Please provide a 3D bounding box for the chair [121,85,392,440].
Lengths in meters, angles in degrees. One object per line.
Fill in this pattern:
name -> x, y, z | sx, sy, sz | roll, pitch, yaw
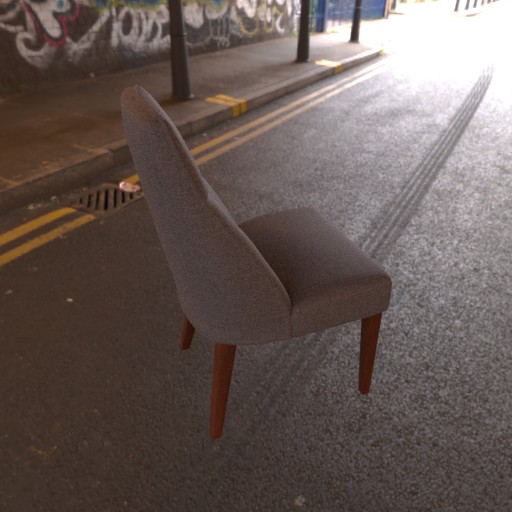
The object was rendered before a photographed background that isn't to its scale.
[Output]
chair -> 0.000, 0.000, 1.286 | 0.620, 0.930, 0.500 | -11, 34, -18
